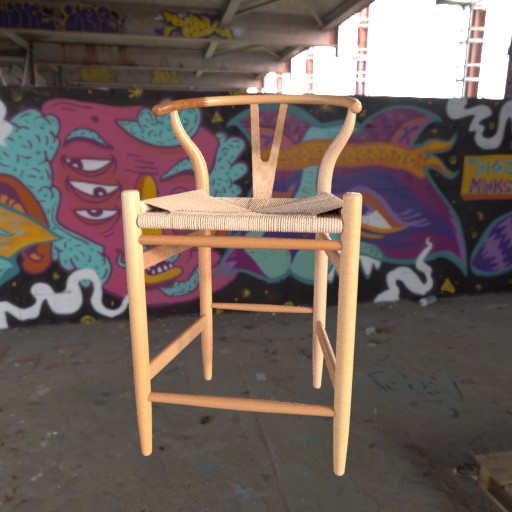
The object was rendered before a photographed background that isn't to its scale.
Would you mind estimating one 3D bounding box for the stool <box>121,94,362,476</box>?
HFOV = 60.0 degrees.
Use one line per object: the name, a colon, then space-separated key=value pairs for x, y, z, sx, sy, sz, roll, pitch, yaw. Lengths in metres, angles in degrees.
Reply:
stool: x=0.000 y=0.000 z=1.245 sx=0.536 sy=0.923 sz=0.575 roll=2 pitch=13 yaw=8
